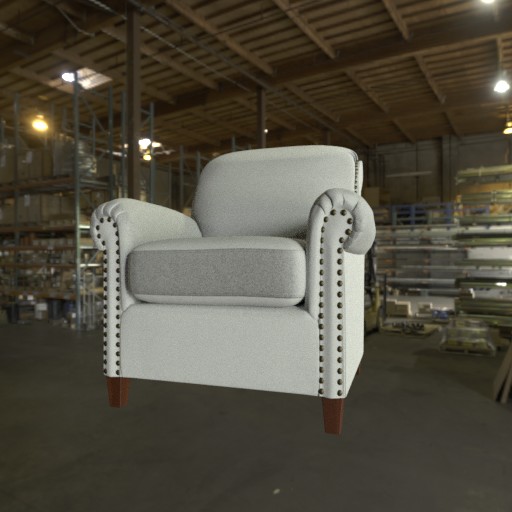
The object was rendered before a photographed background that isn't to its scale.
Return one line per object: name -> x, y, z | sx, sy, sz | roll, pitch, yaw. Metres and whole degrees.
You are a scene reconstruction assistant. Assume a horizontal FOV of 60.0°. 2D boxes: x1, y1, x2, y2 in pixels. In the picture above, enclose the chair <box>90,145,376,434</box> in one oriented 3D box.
chair -> 0.000, 0.000, 1.613 | 0.854, 0.927, 0.890 | 0, 0, 18
